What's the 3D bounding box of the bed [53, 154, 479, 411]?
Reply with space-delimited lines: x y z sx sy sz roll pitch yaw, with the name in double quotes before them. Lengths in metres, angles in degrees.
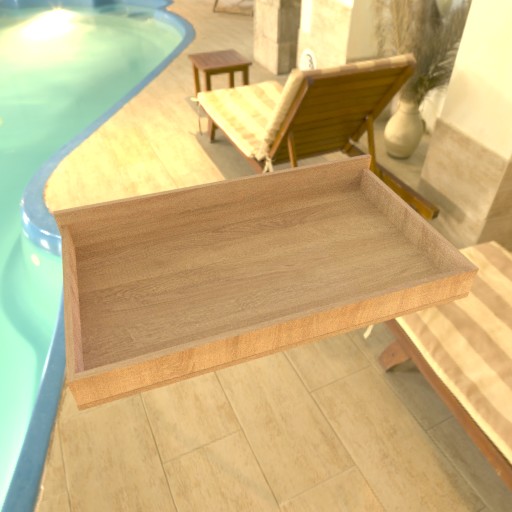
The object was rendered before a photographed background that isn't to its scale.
"bed" 0.000 0.000 1.463 1.200 0.209 0.685 -13 42 -15
